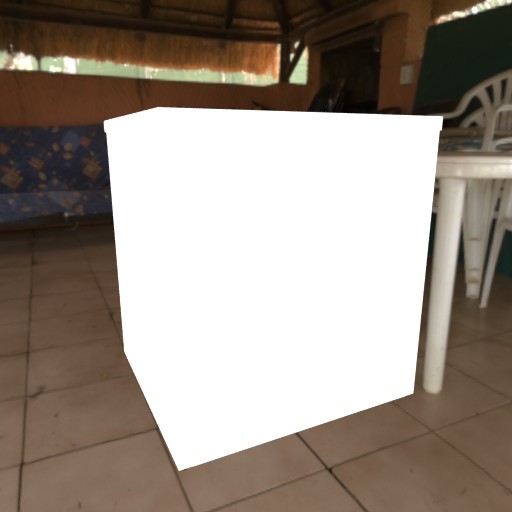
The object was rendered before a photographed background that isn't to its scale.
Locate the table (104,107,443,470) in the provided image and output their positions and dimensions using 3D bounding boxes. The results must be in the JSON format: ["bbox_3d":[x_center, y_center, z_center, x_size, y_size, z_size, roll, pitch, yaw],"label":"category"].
[{"bbox_3d":[0.000,0.000,0.778,0.420,0.460,0.380,-7,16,-26],"label":"table"}]
